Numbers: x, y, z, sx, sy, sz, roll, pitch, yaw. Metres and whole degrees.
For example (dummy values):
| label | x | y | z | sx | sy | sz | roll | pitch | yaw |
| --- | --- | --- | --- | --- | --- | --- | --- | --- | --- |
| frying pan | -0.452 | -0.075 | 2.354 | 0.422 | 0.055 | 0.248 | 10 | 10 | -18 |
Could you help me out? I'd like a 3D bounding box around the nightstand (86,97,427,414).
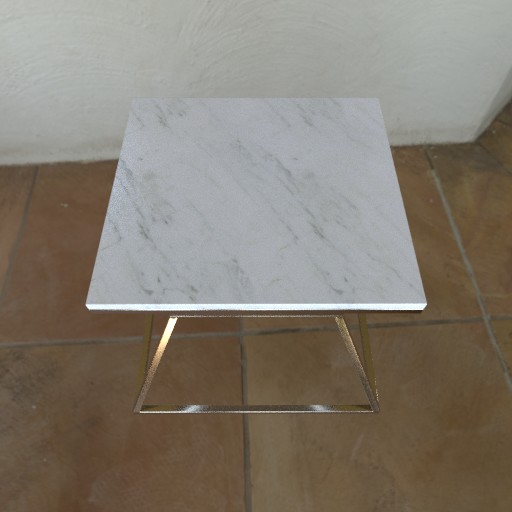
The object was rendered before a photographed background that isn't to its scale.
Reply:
| label | x | y | z | sx | sy | sz | roll | pitch | yaw |
| --- | --- | --- | --- | --- | --- | --- | --- | --- | --- |
| nightstand | 0.000 | 0.000 | 0.892 | 0.513 | 0.426 | 0.514 | 0 | 57 | 0 |
